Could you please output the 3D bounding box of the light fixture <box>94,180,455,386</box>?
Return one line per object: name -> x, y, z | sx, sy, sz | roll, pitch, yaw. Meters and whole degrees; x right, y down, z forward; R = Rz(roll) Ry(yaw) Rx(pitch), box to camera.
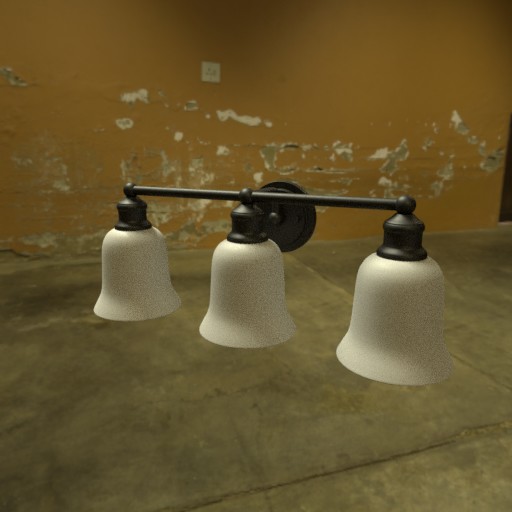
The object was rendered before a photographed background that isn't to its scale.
light fixture -> 0.000, 0.000, 0.664 | 0.570, 0.211, 0.198 | 7, 15, 26
